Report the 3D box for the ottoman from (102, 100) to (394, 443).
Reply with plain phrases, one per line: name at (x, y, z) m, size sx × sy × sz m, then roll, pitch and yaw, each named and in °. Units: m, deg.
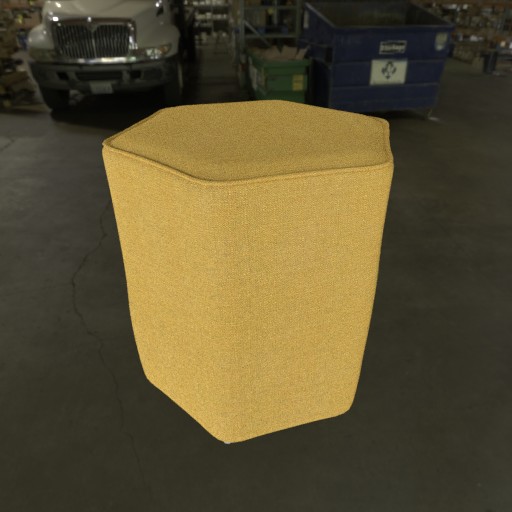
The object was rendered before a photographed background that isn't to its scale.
ottoman at (0.000, 0.000, 0.853) m, size 0.494 × 0.502 × 0.443 m, roll -9°, pitch 32°, yaw -15°
